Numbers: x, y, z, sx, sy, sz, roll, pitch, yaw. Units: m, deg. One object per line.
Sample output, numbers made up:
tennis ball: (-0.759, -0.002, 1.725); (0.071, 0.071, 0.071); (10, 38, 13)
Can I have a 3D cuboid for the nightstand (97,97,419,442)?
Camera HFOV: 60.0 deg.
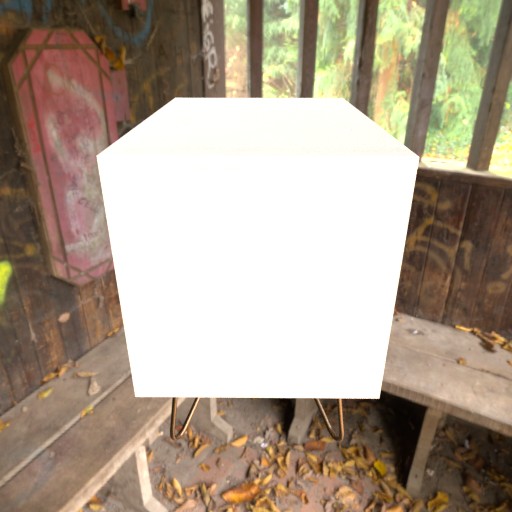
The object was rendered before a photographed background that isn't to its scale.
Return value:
nightstand: (0.000, 0.000, 1.001); (0.447, 0.604, 0.614); (0, 27, 0)
